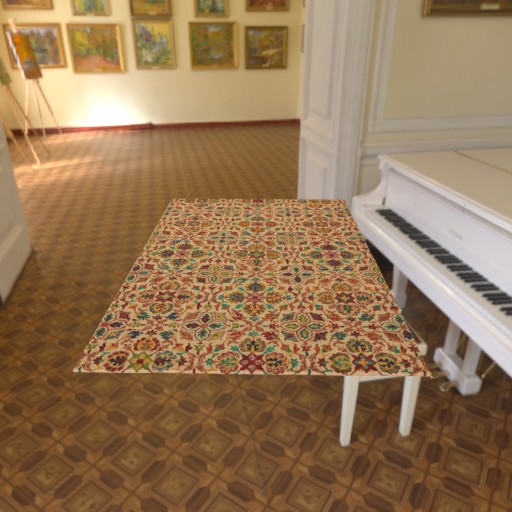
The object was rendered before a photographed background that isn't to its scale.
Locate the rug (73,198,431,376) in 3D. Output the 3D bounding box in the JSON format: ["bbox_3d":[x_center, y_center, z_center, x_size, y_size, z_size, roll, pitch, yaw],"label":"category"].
[{"bbox_3d":[0.000,0.000,2.928,1.541,0.018,2.297,0,26,1],"label":"rug"}]
